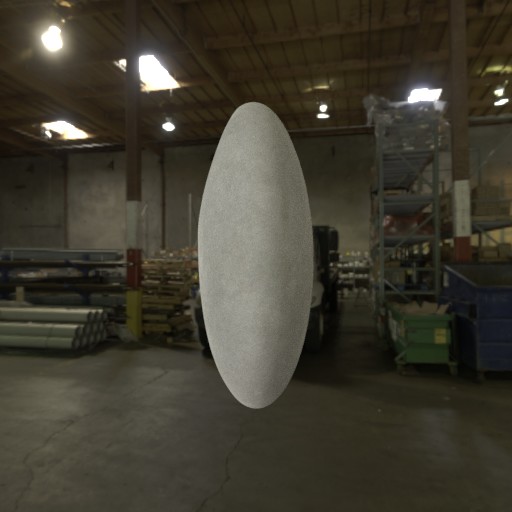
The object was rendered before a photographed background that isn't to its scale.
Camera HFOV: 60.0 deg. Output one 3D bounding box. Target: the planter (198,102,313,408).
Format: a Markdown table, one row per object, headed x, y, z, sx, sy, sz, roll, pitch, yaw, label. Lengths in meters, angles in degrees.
| x | y | z | sx | sy | sz | roll | pitch | yaw | label |
| --- | --- | --- | --- | --- | --- | --- | --- | --- | --- |
| 0.000 | 0.000 | 0.288 | 0.071 | 0.188 | 0.185 | 0 | 0 | 0 | planter |
